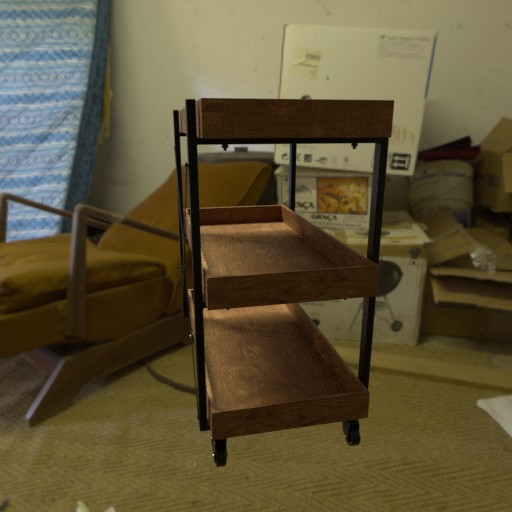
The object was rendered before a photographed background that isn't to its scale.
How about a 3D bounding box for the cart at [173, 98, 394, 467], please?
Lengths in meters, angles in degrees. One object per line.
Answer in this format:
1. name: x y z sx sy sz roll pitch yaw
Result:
1. cart: 0.000 0.000 1.253 0.411 0.800 0.750 -4 17 -12
